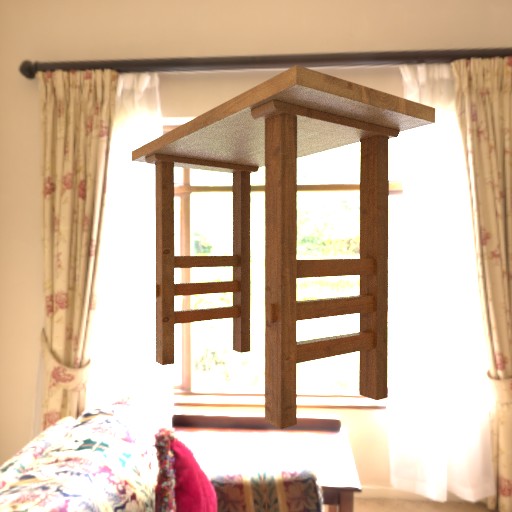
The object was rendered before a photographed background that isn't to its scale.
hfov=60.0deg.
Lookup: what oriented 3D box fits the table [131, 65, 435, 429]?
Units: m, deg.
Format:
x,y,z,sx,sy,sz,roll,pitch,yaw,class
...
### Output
x,y,z,sx,sy,sz,roll,pitch,yaw,class
0.000,0.000,1.660,0.556,0.914,1.119,-1,1,-35,table
